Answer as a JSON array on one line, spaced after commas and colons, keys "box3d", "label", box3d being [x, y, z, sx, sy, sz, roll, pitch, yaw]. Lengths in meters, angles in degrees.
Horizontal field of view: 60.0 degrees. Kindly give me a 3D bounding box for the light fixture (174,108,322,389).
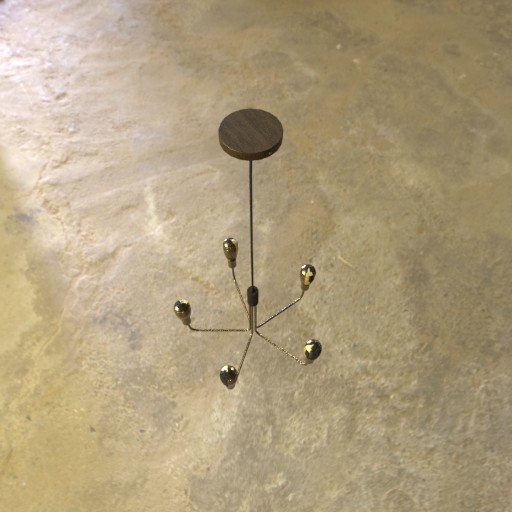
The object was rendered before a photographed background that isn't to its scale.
[{"box3d": [0.000, 0.000, 1.376, 0.532, 1.059, 0.588, -31, 63, -18], "label": "light fixture"}]
